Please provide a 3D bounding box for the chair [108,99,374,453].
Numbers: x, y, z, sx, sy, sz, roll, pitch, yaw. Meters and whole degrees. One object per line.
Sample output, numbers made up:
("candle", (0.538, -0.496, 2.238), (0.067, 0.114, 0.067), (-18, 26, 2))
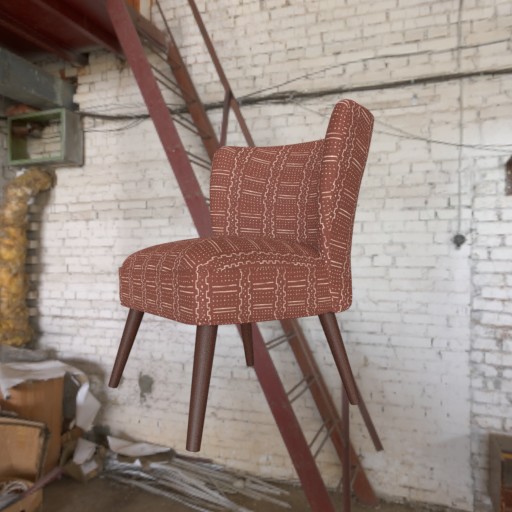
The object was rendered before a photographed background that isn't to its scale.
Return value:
("chair", (0.000, 0.000, 1.413), (0.758, 0.866, 0.706), (0, 0, -35))
